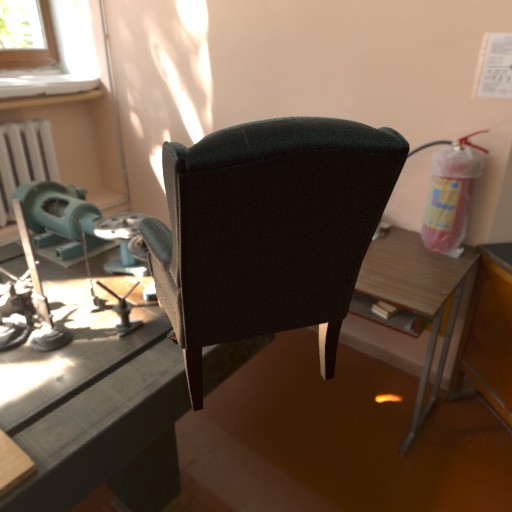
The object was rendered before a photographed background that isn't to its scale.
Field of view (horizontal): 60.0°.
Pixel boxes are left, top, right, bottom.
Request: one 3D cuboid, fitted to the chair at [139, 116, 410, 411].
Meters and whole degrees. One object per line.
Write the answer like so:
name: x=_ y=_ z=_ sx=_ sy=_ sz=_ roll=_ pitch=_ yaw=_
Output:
chair: x=0.000 y=0.000 z=1.713 sx=0.831 sy=1.133 sz=0.822 roll=-8 pitch=28 yaw=-16
